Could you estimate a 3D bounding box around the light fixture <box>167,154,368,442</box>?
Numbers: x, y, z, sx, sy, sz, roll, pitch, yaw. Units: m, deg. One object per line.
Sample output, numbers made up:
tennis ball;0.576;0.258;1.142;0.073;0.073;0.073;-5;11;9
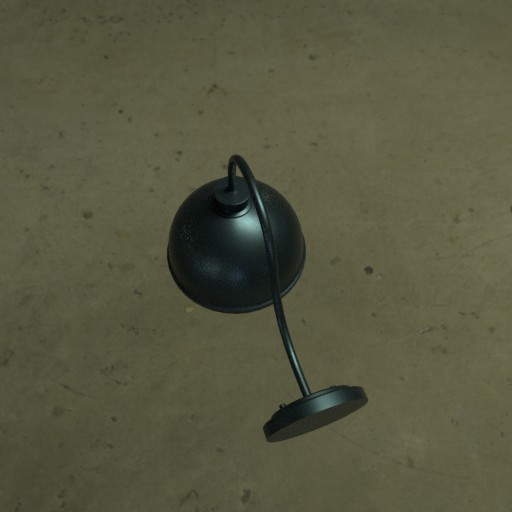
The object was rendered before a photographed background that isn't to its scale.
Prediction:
light fixture;0.000;0.000;0.637;0.253;0.295;0.467;-17;60;-10
